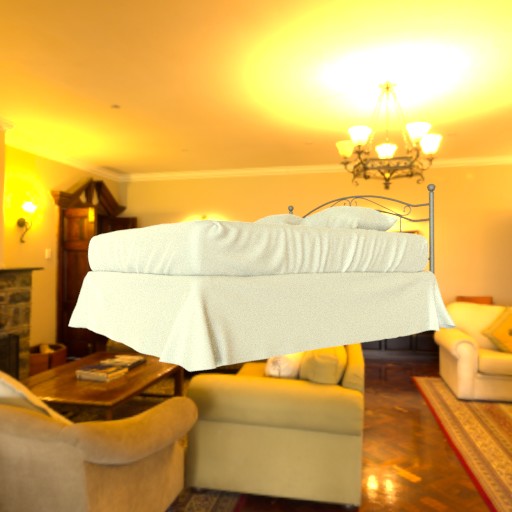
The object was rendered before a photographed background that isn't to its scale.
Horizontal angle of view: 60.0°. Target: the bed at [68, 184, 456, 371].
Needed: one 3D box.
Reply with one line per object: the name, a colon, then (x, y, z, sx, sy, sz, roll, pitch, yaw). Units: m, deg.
bed: (0.000, 0.000, 3.299, 2.215, 1.080, 1.936, 1, -1, -37)
